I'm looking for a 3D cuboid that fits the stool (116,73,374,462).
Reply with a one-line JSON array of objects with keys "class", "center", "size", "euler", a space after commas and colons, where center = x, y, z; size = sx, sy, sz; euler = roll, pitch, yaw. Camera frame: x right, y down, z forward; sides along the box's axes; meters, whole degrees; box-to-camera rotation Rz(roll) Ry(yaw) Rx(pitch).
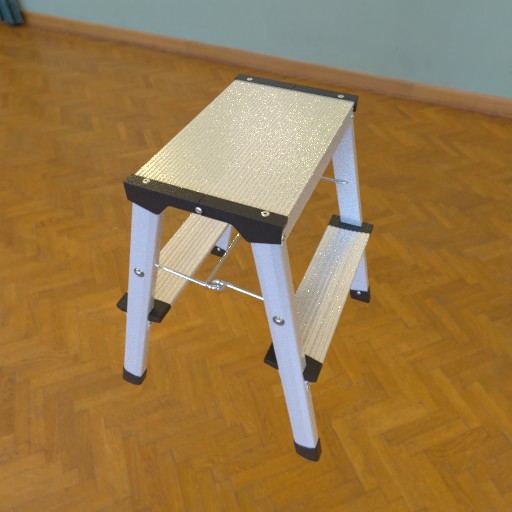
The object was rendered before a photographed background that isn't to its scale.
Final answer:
[{"class": "stool", "center": [0.000, 0.000, 0.776], "size": [0.405, 0.480, 0.404], "euler": [17, 48, 16]}]
